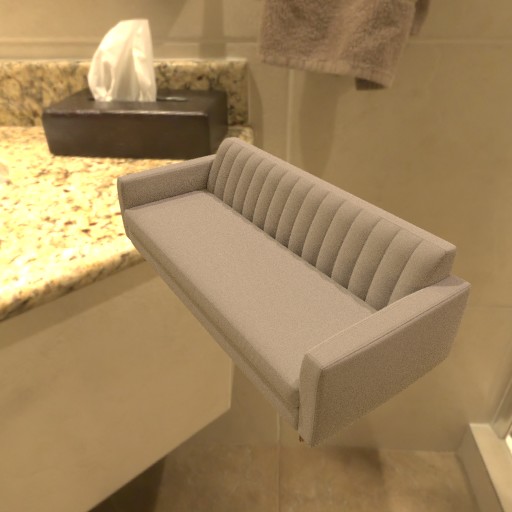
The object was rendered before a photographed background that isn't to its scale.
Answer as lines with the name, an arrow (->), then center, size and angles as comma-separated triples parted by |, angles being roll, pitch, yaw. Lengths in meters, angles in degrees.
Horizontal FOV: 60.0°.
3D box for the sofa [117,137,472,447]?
sofa -> 0.000, 0.000, 2.768 | 0.990, 0.821, 2.291 | -21, 38, -28
